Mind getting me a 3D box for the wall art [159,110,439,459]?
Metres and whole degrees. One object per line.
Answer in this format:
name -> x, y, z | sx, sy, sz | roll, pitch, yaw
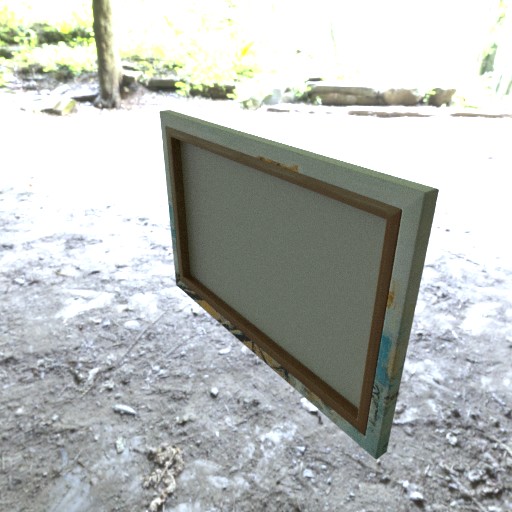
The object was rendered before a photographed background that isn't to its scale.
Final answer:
wall art -> 0.000, 0.000, 1.152 | 0.038, 0.609, 0.913 | -19, 33, -32
